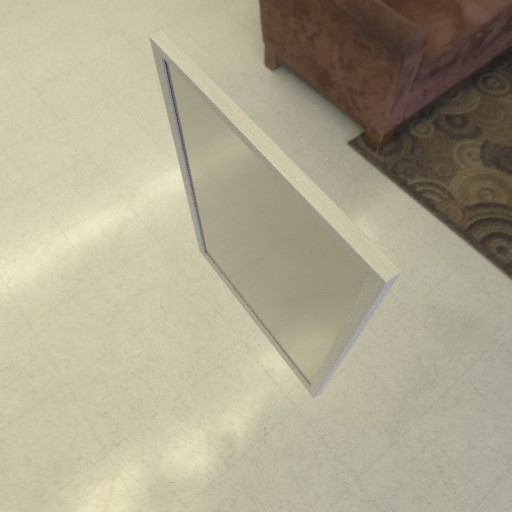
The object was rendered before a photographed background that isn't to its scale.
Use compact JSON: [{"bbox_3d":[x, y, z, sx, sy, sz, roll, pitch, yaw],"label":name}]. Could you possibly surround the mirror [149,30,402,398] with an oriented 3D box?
[{"bbox_3d":[0.000,0.000,1.313,0.040,1.016,0.762,-33,67,-16],"label":"mirror"}]
